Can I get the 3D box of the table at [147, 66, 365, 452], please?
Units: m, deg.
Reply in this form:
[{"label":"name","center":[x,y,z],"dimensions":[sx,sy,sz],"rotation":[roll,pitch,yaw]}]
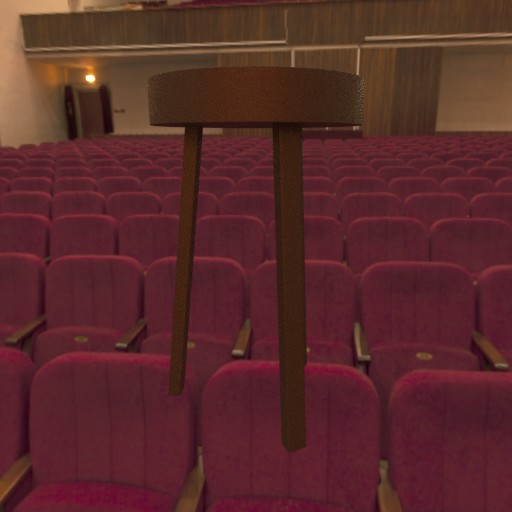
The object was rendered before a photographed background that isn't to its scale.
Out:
[{"label":"table","center":[0.000,0.000,0.937],"dimensions":[0.406,0.686,0.406],"rotation":[2,15,7]}]
